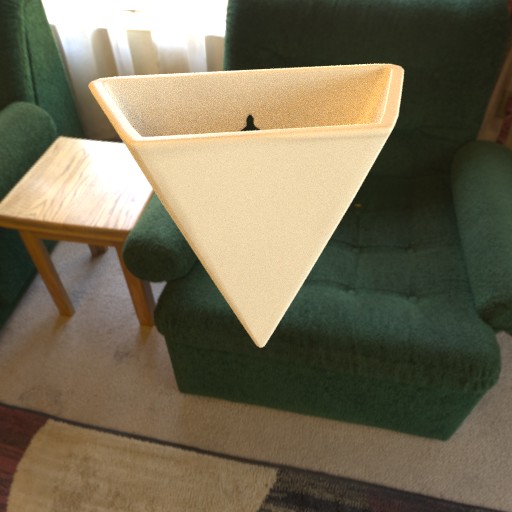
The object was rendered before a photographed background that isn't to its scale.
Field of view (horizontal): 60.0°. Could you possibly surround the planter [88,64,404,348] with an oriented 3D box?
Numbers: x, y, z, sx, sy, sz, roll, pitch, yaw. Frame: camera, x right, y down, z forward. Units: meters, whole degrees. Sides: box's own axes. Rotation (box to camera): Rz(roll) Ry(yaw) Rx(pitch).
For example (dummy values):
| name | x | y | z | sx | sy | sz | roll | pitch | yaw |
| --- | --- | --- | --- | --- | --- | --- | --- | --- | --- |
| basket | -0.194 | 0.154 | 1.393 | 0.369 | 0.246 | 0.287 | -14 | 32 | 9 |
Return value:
| name | x | y | z | sx | sy | sz | roll | pitch | yaw |
| --- | --- | --- | --- | --- | --- | --- | --- | --- | --- |
| planter | 0.000 | 0.000 | 0.264 | 0.150 | 0.197 | 0.060 | -5 | 46 | -4 |
